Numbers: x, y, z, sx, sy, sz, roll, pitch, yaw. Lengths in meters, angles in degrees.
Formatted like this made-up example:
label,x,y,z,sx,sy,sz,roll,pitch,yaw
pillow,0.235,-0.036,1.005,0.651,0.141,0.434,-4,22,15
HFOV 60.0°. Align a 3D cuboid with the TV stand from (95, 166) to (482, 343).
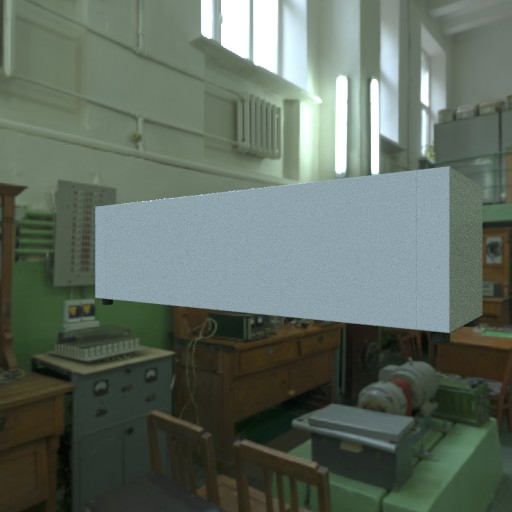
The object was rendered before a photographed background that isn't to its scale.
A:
label,x,y,z,sx,sy,sz,roll,pitch,yaw
TV stand,0.000,0.000,1.702,1.500,0.440,0.410,0,0,37
